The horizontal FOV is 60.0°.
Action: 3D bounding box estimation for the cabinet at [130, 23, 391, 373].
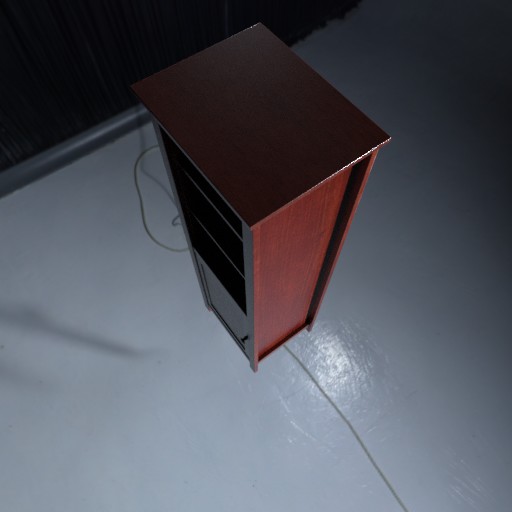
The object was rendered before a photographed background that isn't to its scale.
[{"bbox_3d":[0.000,0.000,1.724,0.401,1.518,0.500,-34,68,-16],"label":"cabinet"}]
